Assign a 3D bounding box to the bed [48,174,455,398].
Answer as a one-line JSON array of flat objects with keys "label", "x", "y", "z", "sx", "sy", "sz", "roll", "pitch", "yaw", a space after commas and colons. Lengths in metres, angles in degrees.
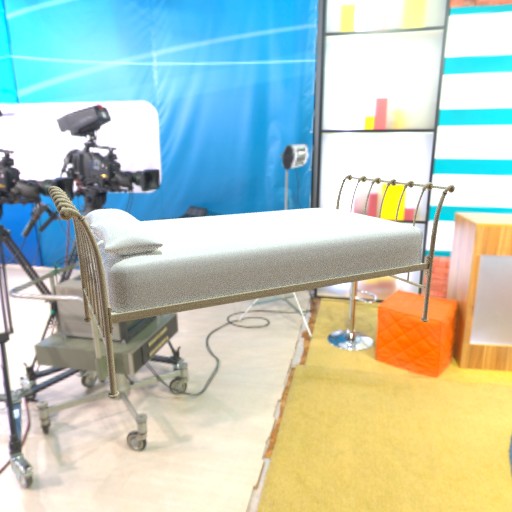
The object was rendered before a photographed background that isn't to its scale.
[{"label": "bed", "x": 0.000, "y": 0.000, "z": 2.757, "sx": 2.228, "sy": 0.873, "sz": 1.032, "roll": -7, "pitch": 16, "yaw": -26}]
